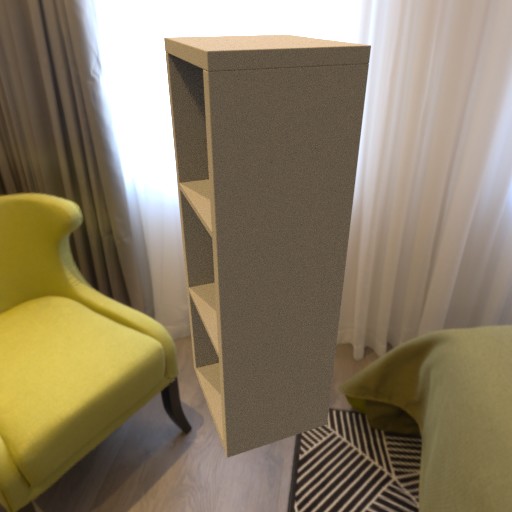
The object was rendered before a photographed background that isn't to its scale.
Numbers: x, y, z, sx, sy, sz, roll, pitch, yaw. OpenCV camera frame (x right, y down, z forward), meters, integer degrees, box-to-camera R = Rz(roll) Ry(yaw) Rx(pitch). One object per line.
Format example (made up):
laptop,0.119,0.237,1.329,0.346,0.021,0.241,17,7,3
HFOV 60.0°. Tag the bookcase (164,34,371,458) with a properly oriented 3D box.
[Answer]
bookcase,0.000,0.000,1.234,0.330,1.080,0.390,-11,31,-18
